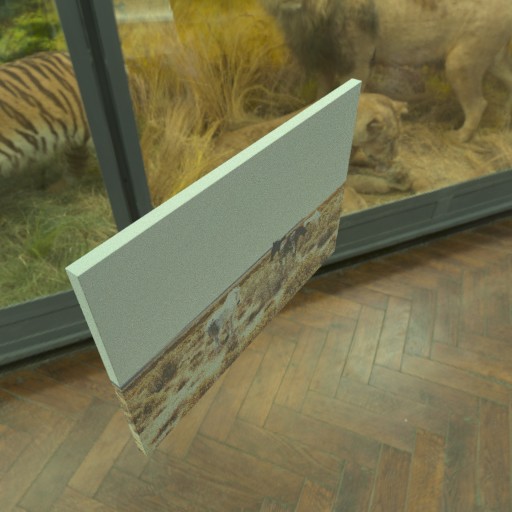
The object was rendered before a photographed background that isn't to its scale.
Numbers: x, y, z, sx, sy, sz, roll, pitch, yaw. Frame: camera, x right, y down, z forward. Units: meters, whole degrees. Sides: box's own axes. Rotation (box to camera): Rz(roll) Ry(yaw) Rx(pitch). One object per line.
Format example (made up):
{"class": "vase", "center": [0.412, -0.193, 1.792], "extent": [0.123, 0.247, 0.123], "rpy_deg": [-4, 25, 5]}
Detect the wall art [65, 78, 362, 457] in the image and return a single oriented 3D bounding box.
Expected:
{"class": "wall art", "center": [0.000, 0.000, 1.875], "extent": [0.051, 1.016, 1.520], "rpy_deg": [27, 49, 26]}
